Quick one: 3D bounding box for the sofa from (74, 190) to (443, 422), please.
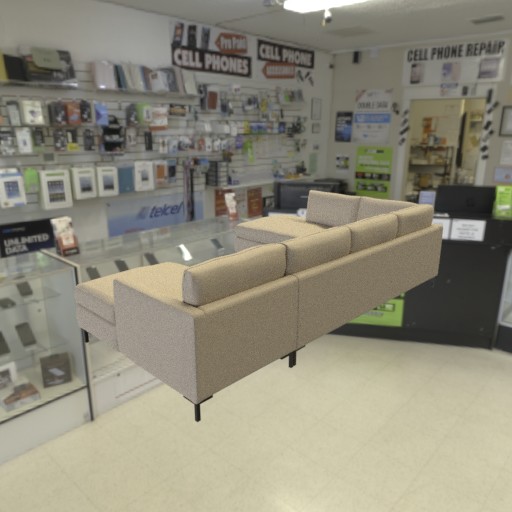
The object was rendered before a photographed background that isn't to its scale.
[{"bbox_3d":[0.000,0.000,3.557,1.879,0.756,2.737,16,22,43],"label":"sofa"}]
